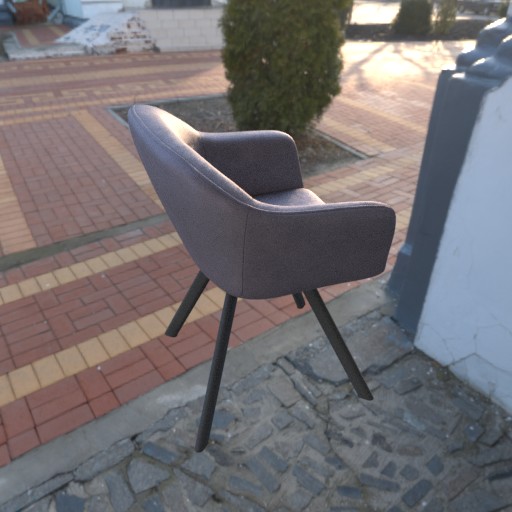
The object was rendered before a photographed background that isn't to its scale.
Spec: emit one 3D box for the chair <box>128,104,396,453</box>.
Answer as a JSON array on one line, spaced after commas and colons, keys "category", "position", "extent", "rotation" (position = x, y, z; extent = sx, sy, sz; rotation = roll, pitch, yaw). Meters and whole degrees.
[{"category": "chair", "position": [0.000, 0.000, 1.162], "extent": [0.544, 0.781, 0.567], "rotation": [-10, 33, -16]}]
